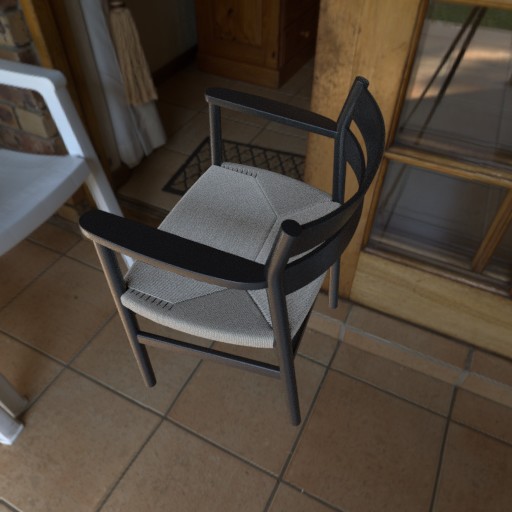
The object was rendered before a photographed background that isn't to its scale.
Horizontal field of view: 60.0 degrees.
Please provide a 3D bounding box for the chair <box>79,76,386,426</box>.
[{"bbox_3d":[0.000,0.000,1.159,0.508,0.775,0.630,15,48,14],"label":"chair"}]
